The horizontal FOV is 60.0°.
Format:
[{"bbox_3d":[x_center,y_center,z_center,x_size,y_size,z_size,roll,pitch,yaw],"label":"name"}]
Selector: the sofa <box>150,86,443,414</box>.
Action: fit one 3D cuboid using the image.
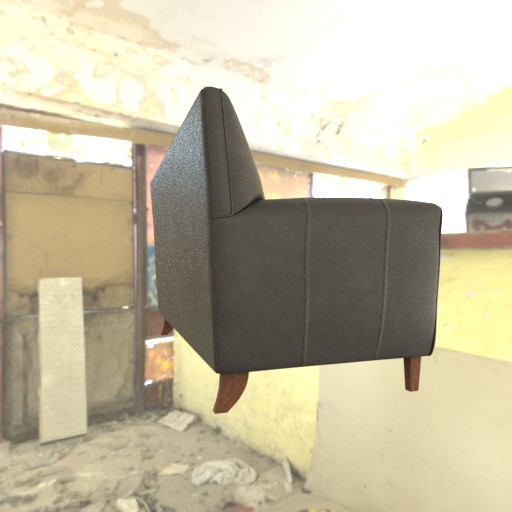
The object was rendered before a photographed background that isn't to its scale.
[{"bbox_3d":[0.000,0.000,1.950,0.787,0.871,1.473,0,0,-18],"label":"sofa"}]
